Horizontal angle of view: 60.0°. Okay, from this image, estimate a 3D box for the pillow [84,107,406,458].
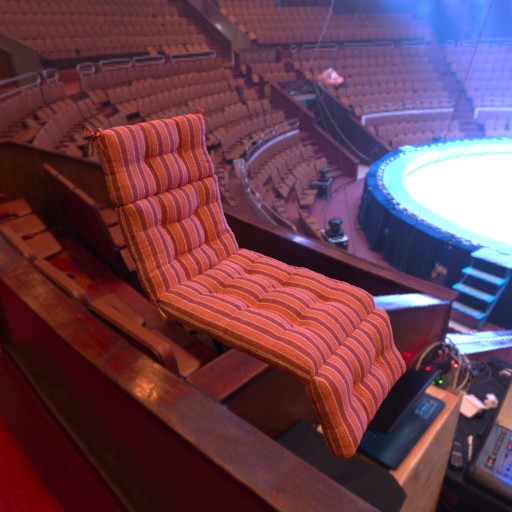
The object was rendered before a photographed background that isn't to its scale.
[{"bbox_3d":[0.000,0.000,1.521,1.016,0.863,0.526,17,31,32],"label":"pillow"}]
